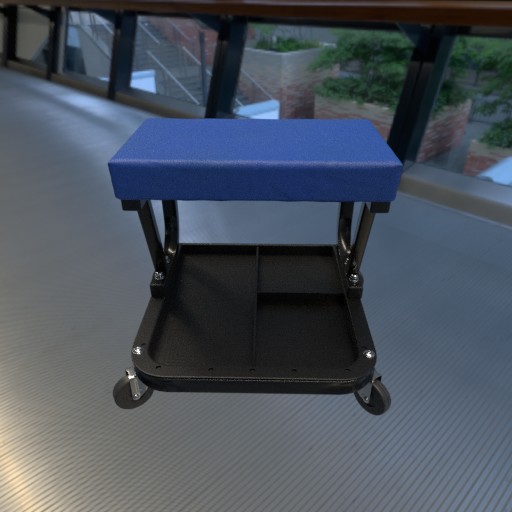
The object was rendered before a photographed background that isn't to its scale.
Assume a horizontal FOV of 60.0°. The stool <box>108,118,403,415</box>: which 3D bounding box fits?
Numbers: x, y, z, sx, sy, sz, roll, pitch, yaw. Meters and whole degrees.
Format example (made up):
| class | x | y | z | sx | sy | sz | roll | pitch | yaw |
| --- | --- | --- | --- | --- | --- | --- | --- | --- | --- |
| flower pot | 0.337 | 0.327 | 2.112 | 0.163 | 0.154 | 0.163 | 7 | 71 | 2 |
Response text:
| class | x | y | z | sx | sy | sz | roll | pitch | yaw |
| --- | --- | --- | --- | --- | --- | --- | --- | --- | --- |
| stool | 0.000 | 0.000 | 0.718 | 0.446 | 0.380 | 0.371 | 1 | 32 | 1 |
